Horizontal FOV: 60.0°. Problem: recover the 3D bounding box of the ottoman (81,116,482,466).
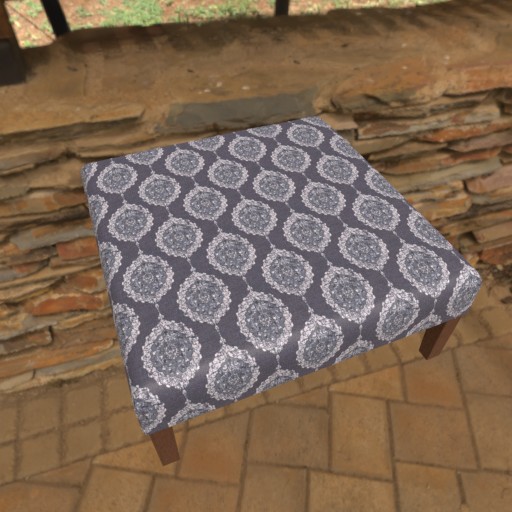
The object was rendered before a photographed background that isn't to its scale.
[{"bbox_3d":[0.000,0.000,1.388,0.889,0.409,0.890,-16,48,-15],"label":"ottoman"}]
